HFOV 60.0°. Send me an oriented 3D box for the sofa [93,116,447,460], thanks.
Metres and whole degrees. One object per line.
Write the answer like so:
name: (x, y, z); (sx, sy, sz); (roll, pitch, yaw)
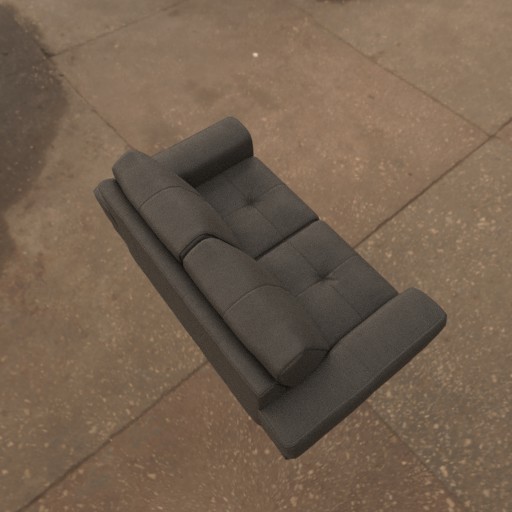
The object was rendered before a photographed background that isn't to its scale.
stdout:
sofa: (0.000, 0.000, 2.391); (1.018, 0.907, 1.806); (-33, 64, -19)
